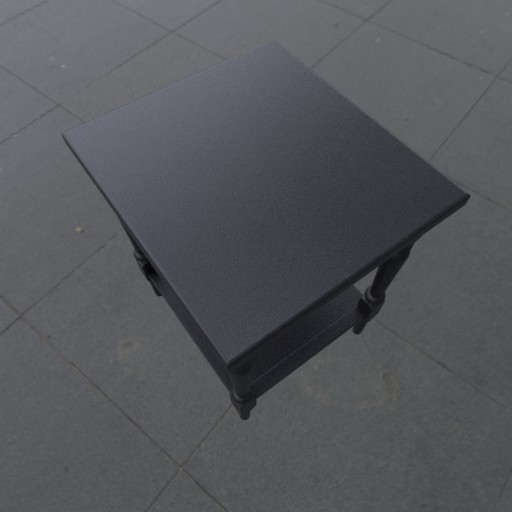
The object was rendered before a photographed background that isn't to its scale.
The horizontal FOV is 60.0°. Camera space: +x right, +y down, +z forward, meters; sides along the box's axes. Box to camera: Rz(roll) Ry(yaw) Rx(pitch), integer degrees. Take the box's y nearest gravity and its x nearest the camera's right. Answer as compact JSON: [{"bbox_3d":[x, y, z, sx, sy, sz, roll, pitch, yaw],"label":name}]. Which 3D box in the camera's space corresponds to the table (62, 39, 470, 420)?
[{"bbox_3d":[0.000,0.000,0.935,0.442,0.565,0.488,-32,64,-18],"label":"table"}]
